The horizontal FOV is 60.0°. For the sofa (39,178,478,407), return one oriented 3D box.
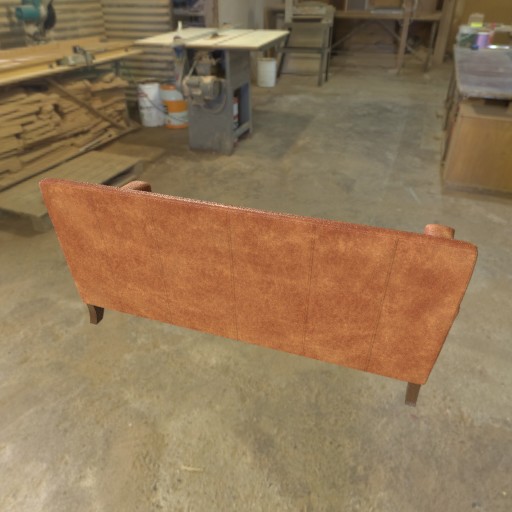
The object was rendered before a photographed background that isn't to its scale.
[{"bbox_3d":[0.000,0.000,2.492,2.053,0.947,0.805,10,33,16],"label":"sofa"}]
